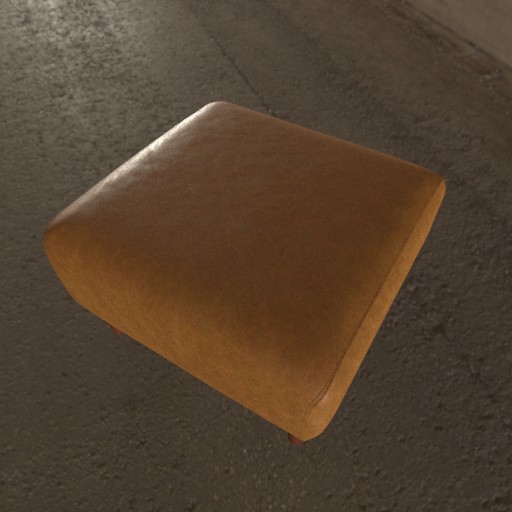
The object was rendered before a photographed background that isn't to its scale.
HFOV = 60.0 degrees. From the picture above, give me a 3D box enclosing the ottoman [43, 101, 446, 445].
[{"bbox_3d":[0.000,0.000,1.052,0.650,0.399,0.650,25,53,21],"label":"ottoman"}]
